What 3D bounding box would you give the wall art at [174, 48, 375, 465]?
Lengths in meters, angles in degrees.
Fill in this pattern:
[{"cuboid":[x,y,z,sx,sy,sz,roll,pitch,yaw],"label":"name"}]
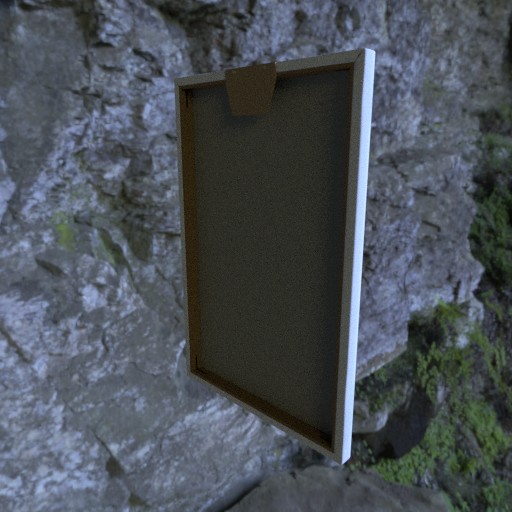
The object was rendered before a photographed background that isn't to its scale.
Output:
[{"cuboid":[0.000,0.000,1.154,0.602,0.916,0.048,14,20,42],"label":"wall art"}]
